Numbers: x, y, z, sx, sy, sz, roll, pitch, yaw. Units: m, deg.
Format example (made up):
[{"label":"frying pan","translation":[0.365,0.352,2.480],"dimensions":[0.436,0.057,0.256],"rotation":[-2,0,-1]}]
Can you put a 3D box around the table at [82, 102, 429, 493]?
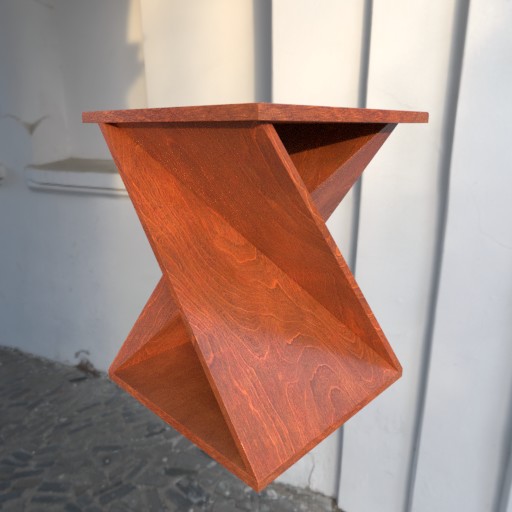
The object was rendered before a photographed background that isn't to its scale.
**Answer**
[{"label":"table","translation":[0.000,0.000,0.841],"dimensions":[0.427,0.520,0.427],"rotation":[15,22,42]}]
